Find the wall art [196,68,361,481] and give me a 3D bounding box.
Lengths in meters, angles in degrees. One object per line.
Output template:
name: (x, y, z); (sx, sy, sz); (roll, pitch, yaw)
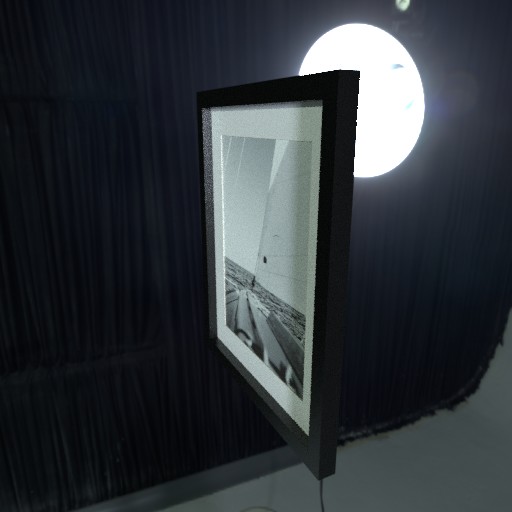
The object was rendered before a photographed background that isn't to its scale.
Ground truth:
wall art: (0.000, 0.000, 0.770); (0.031, 0.558, 0.461); (-8, 19, -26)
